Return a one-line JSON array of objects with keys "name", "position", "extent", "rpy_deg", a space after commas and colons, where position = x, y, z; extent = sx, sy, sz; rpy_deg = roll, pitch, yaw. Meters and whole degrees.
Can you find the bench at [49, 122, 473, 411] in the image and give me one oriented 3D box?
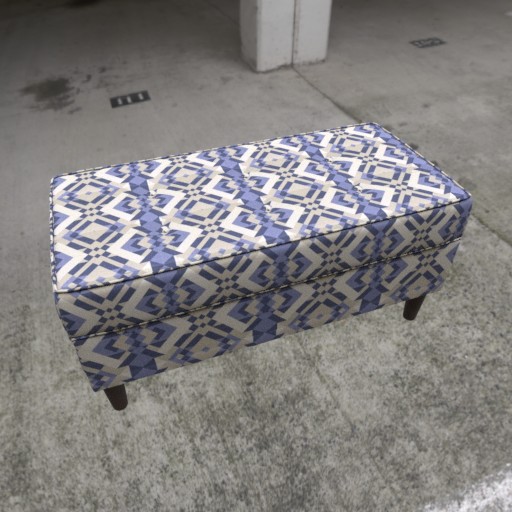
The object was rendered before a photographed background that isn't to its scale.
[{"name": "bench", "position": [0.000, 0.000, 1.286], "extent": [1.016, 0.477, 0.492], "rpy_deg": [-13, 43, -15]}]
